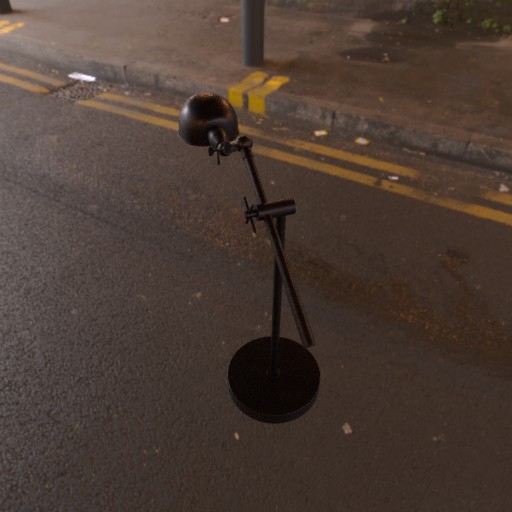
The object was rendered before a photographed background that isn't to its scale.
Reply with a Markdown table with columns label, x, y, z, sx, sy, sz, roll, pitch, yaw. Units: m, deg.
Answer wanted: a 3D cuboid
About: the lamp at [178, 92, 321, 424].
| label | x | y | z | sx | sy | sz | roll | pitch | yaw |
| --- | --- | --- | --- | --- | --- | --- | --- | --- | --- |
| lamp | 0.000 | 0.000 | 0.821 | 0.185 | 0.495 | 0.567 | -13 | 42 | -14 |
